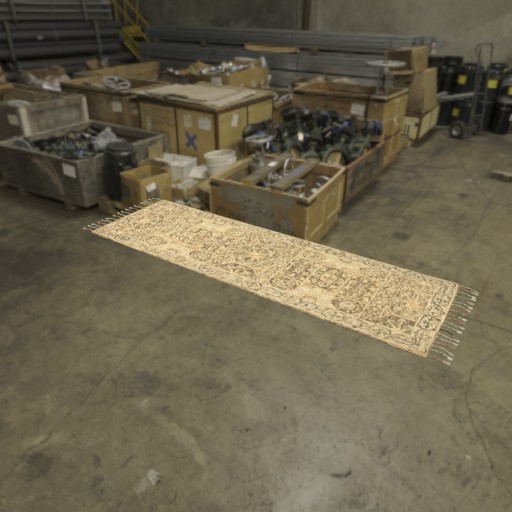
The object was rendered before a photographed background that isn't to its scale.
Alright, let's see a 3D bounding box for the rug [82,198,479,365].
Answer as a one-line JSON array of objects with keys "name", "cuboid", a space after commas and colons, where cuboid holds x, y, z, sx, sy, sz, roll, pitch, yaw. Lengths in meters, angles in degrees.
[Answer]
[{"name": "rug", "cuboid": [0.000, 0.000, 2.974, 2.664, 0.011, 0.762, 18, 34, 29]}]
